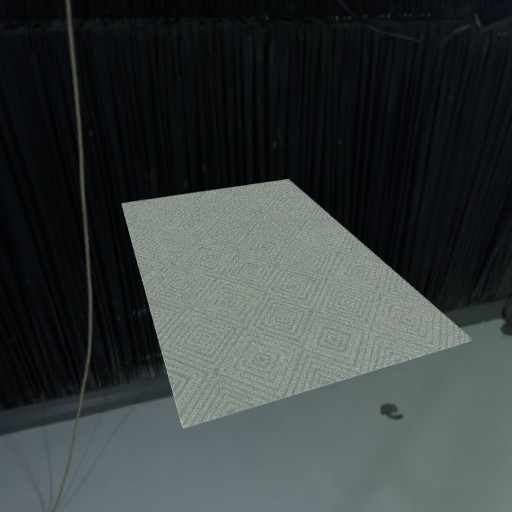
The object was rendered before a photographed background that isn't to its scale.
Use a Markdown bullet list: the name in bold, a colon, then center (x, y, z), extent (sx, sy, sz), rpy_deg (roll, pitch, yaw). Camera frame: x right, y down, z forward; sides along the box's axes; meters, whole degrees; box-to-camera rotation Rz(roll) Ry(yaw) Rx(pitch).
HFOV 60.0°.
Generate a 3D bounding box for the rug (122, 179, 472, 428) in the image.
- **rug**: center (0.000, 0.000, 2.253), extent (1.143, 0.008, 1.753), rpy_deg (-11, 33, -17)
